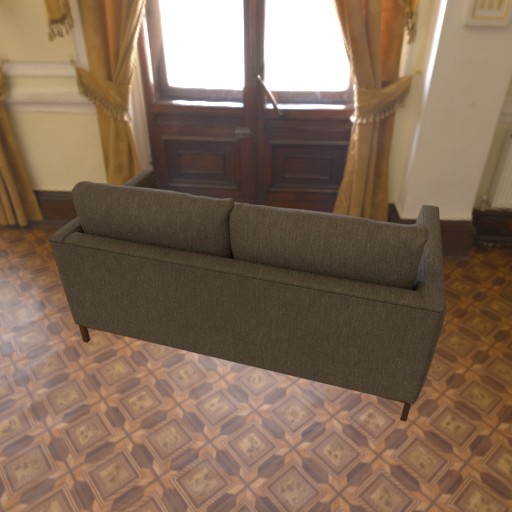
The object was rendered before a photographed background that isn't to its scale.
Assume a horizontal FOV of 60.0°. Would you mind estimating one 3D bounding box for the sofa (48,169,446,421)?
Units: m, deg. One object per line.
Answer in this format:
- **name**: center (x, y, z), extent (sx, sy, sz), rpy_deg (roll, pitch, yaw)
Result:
- **sofa**: center (0.000, 0.000, 2.193), extent (1.682, 0.840, 0.875), rpy_deg (10, 34, 15)
